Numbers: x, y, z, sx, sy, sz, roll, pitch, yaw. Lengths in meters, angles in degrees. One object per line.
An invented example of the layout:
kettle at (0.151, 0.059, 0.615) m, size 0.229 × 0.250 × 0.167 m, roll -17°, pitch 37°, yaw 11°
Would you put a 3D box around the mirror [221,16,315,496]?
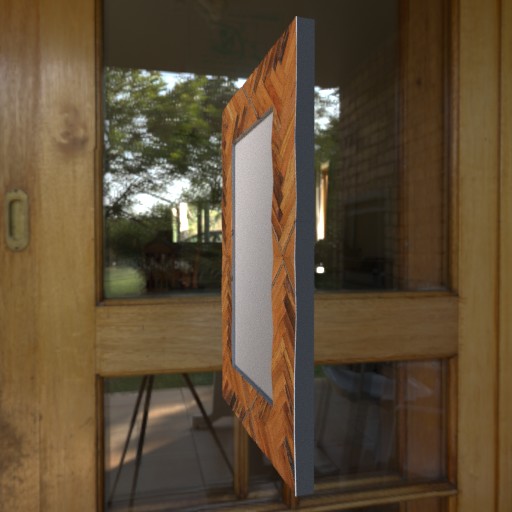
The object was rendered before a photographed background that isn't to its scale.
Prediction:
mirror at (0.000, 0.000, 1.136) m, size 0.044 × 0.912 × 0.606 m, roll 0°, pitch 1°, yaw -18°
